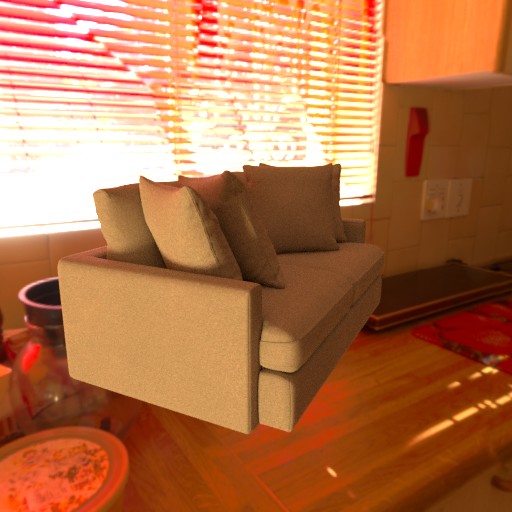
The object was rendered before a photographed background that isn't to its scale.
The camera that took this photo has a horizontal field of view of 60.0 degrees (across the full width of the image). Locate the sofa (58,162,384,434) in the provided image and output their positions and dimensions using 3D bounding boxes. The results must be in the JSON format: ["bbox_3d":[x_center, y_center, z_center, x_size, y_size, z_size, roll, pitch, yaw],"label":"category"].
[{"bbox_3d":[0.000,0.000,2.666,1.228,1.080,1.869,7,15,26],"label":"sofa"}]
